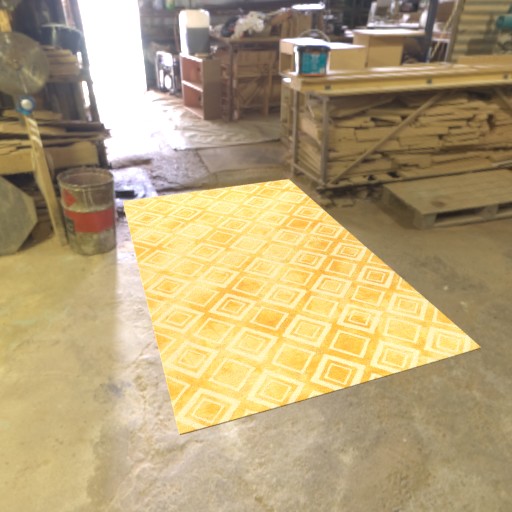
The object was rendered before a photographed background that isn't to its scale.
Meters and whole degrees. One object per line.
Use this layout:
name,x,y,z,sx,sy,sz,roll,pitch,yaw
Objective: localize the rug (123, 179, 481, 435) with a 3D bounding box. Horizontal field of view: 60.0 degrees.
rug,0.000,0.000,2.955,1.511,0.010,2.424,-10,32,-17
